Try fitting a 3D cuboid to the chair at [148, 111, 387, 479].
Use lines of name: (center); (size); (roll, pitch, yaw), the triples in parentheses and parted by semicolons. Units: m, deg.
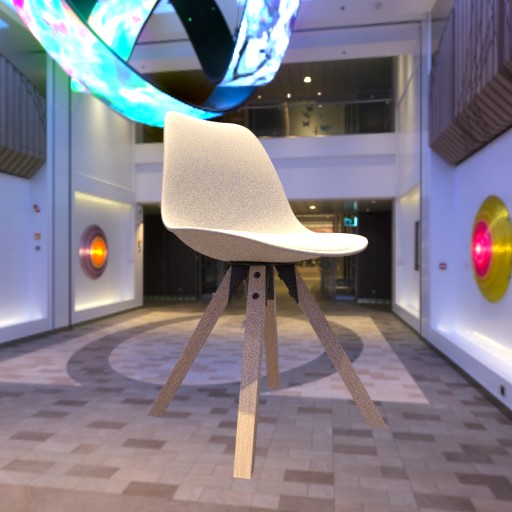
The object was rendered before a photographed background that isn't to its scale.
chair: (0.000, 0.000, 1.165); (0.485, 0.850, 0.550); (0, 0, -37)
